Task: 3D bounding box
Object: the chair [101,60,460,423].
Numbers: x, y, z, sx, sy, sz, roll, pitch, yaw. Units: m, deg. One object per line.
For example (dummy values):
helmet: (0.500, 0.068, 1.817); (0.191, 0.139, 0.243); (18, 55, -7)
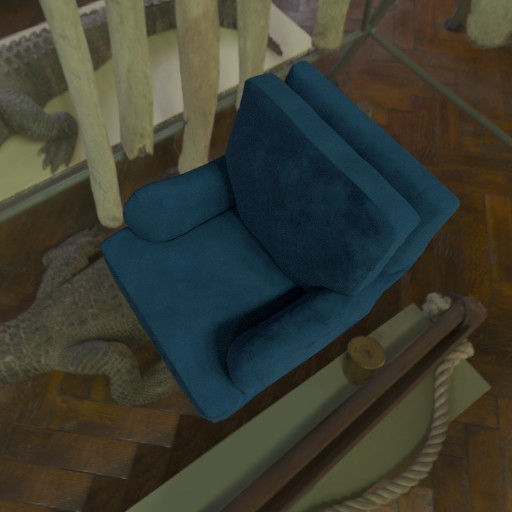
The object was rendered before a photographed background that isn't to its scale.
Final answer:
chair: (0.000, 0.000, 1.853); (1.078, 1.076, 0.895); (-32, 68, -15)
